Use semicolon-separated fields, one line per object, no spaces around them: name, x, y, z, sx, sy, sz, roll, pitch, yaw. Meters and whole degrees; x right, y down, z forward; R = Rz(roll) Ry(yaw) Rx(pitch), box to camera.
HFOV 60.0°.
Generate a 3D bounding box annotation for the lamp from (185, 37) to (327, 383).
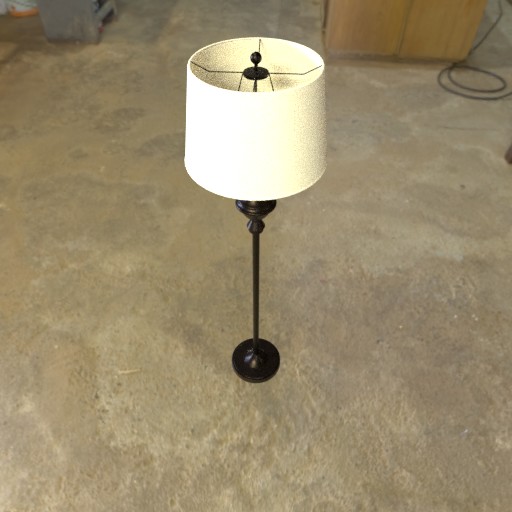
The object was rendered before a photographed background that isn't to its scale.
lamp;0.000;0.000;1.658;0.431;1.484;0.431;0;46;0
